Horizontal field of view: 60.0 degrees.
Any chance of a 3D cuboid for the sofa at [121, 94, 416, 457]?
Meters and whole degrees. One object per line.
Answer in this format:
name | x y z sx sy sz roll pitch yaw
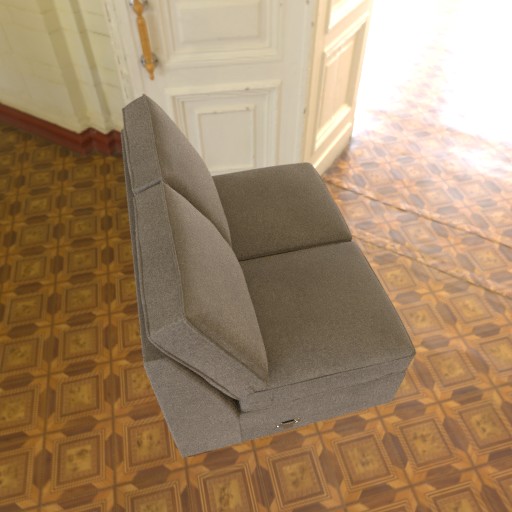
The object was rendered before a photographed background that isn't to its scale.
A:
sofa | 0.000 0.000 1.930 0.951 1.008 1.237 -11 49 -10
